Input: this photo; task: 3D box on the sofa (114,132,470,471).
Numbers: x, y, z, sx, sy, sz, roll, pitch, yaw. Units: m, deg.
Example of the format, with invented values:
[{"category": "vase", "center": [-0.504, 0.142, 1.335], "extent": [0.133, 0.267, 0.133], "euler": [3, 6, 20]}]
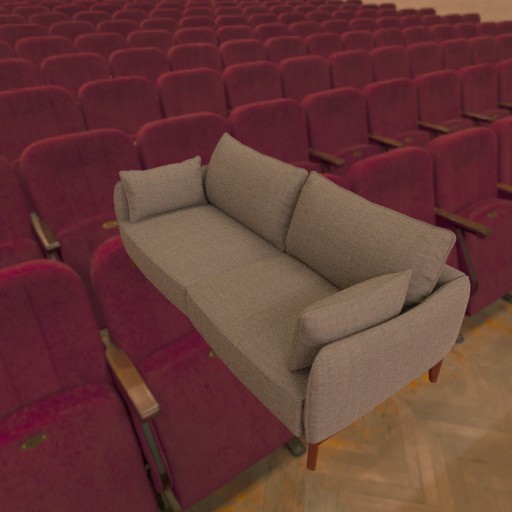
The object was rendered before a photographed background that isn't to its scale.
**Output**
[{"category": "sofa", "center": [0.000, 0.000, 2.451], "extent": [0.972, 0.851, 1.989], "euler": [-20, 37, -30]}]
